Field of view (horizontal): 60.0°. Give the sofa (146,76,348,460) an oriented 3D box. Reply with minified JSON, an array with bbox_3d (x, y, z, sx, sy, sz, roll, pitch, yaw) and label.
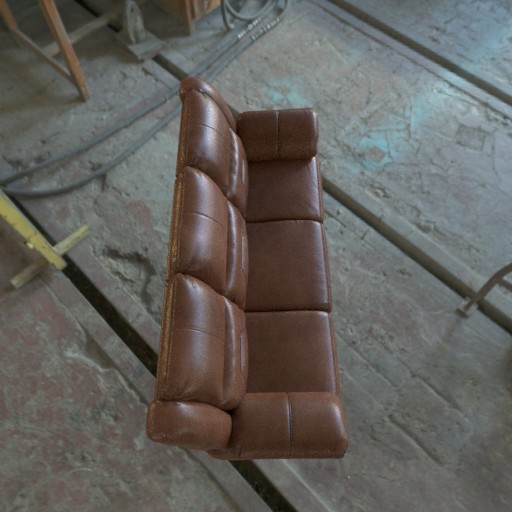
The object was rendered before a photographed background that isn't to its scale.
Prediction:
[{"bbox_3d":[0.000,0.000,2.794,0.991,1.043,2.337,0,63,0],"label":"sofa"}]
